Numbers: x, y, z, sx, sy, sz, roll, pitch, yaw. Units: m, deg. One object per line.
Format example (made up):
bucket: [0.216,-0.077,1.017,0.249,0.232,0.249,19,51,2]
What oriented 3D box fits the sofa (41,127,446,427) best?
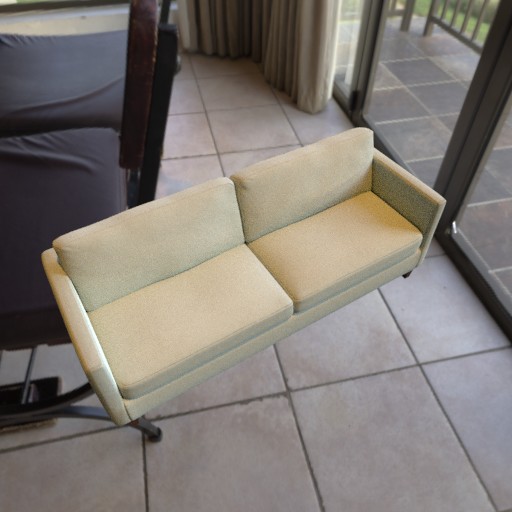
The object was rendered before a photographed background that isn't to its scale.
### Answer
sofa: [0.000,0.000,2.951,2.434,0.965,0.948,-24,52,-21]
